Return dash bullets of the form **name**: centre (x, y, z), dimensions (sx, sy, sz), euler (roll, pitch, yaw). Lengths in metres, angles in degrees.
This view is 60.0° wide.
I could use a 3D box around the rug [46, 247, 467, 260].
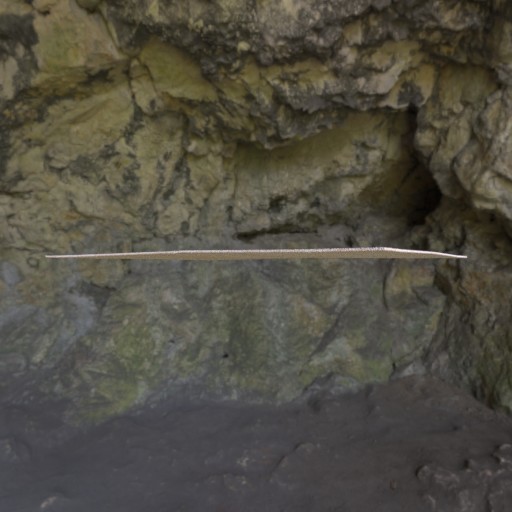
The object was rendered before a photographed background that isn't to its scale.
- **rug**: centre (0.000, 0.000, 2.908), dimensions (2.283, 0.030, 1.596), euler (-1, -2, 36)
